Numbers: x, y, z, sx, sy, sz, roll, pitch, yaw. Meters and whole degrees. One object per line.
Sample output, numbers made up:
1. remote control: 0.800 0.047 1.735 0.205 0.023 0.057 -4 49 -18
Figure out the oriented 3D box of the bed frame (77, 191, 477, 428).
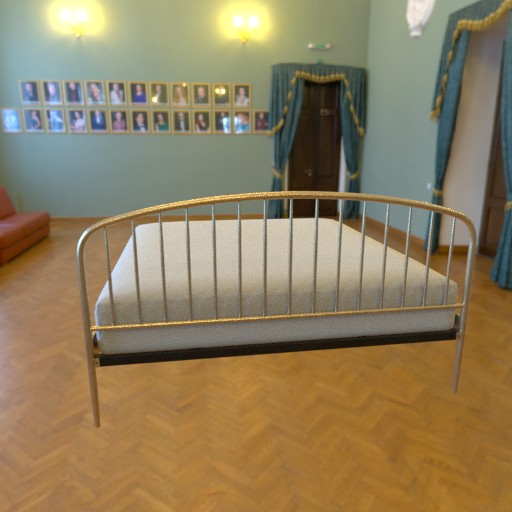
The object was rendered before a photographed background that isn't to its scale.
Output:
1. bed frame: 0.000 0.000 3.277 2.016 1.174 2.152 -2 15 -9
